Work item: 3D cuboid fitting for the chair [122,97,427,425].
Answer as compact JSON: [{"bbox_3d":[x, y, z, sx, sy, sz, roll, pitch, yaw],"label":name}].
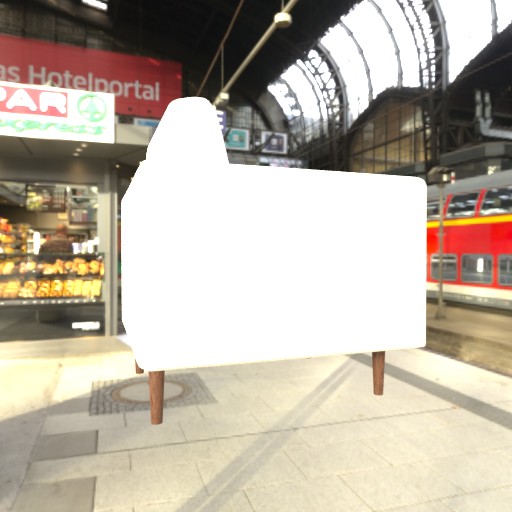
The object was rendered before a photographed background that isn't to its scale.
[{"bbox_3d":[0.000,0.000,1.575,0.879,0.899,0.831,0,1,-20],"label":"chair"}]
